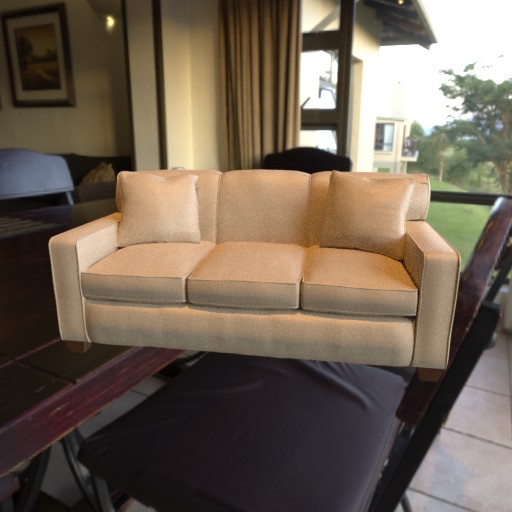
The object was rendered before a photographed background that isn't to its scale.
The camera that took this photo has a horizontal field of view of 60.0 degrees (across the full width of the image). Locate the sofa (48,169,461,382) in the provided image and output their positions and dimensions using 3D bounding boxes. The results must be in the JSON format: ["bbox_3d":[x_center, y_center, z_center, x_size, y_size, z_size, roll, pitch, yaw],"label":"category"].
[{"bbox_3d":[0.000,0.000,2.583,2.024,0.958,0.997,2,16,9],"label":"sofa"}]
